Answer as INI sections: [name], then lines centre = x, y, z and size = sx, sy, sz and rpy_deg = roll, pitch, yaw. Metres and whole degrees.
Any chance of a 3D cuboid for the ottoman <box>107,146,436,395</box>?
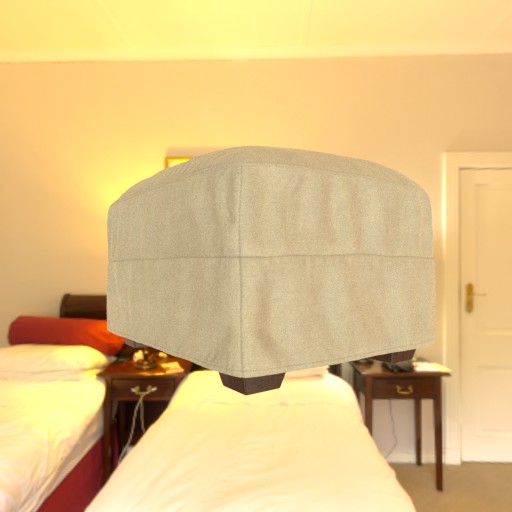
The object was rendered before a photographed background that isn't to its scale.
[ottoman]
centre = 0.000, 0.000, 1.120
size = 0.584, 0.480, 0.712
rpy_deg = 0, -1, -36
